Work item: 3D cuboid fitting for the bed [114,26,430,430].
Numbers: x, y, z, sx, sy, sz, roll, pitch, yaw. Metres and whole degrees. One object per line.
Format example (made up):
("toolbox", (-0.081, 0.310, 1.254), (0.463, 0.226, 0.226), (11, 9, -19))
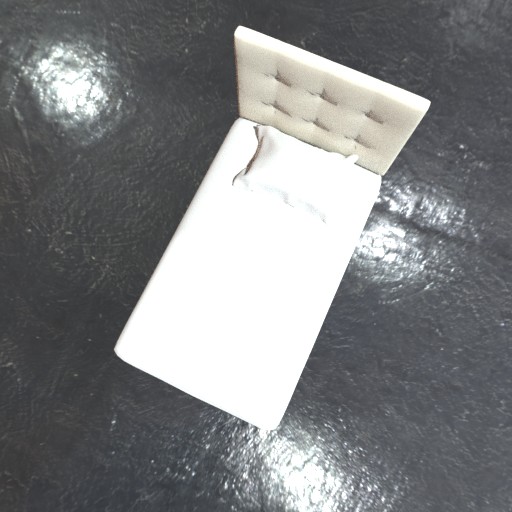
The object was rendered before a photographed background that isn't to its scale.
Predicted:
("bed", (0.000, 0.000, 2.935), (1.261, 1.571, 1.997), (24, 77, 6))
